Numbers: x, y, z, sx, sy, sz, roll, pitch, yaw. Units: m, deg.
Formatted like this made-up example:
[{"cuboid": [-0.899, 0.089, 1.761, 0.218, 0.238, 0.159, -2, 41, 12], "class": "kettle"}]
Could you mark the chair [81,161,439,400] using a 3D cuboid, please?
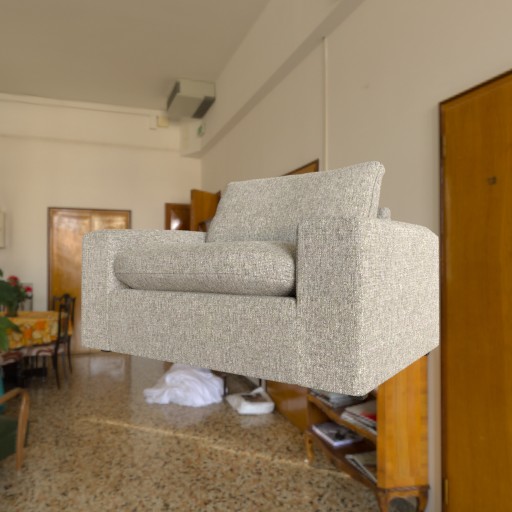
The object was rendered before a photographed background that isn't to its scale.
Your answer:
[{"cuboid": [0.000, 0.000, 2.077, 1.398, 0.915, 1.039, 0, -1, 35], "class": "chair"}]
